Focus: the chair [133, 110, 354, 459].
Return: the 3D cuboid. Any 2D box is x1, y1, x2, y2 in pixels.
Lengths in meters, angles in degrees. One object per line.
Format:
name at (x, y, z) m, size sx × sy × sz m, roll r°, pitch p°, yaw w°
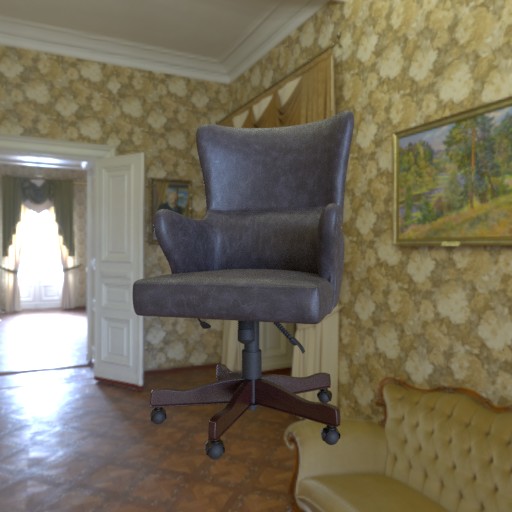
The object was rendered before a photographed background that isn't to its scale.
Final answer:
chair at (0.000, 0.000, 1.449) m, size 0.594 × 1.037 × 0.717 m, roll 0°, pitch 0°, yaw 18°
